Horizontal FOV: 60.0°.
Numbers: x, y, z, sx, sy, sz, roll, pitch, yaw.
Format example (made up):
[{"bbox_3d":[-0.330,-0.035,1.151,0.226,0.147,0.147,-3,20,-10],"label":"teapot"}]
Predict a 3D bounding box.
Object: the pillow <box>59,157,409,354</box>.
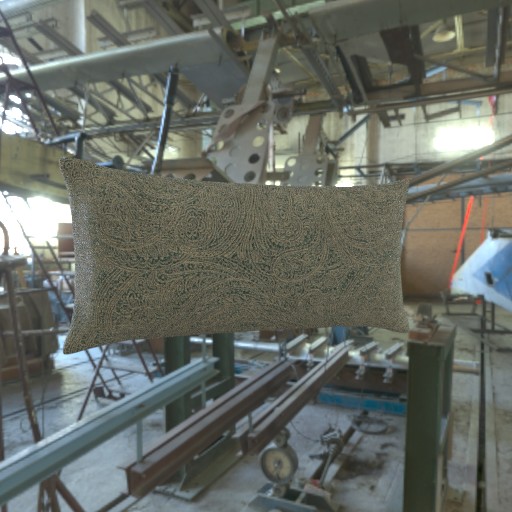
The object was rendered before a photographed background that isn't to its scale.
[{"bbox_3d":[0.000,0.000,0.755,0.615,0.295,0.151,0,1,-18],"label":"pillow"}]
